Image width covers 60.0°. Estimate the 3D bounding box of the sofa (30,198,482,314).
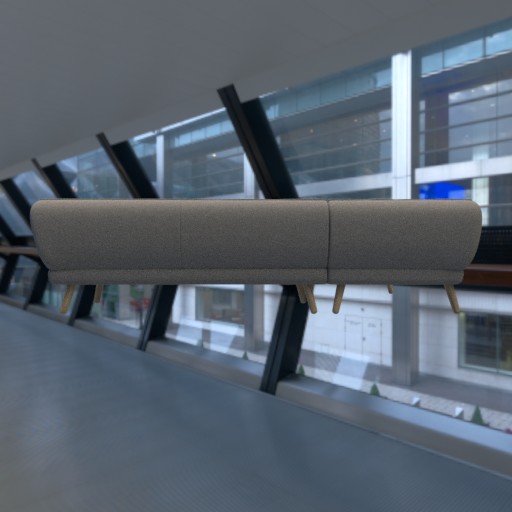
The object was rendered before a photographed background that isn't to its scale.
[{"bbox_3d":[0.000,0.000,3.324,2.653,0.693,1.532,0,1,0],"label":"sofa"}]
